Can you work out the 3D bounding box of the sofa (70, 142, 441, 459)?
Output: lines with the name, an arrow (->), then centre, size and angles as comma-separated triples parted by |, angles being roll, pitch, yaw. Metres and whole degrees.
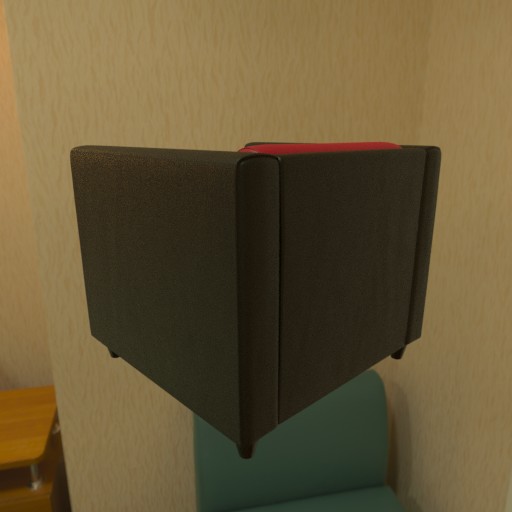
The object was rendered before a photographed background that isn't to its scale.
sofa -> 0.000, 0.000, 1.447 | 0.839, 0.724, 0.809 | -14, 21, -41
